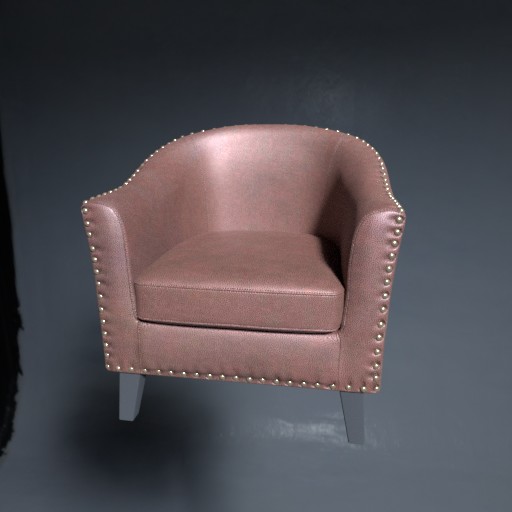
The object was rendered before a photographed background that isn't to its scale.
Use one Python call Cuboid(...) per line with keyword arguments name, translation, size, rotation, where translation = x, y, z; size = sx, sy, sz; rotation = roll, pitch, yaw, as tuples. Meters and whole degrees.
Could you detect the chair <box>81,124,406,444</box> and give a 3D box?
Cuboid(name="chair", translation=(0.000, 0.000, 1.428), size=(0.794, 0.823, 0.748), rotation=(2, 16, 8))
